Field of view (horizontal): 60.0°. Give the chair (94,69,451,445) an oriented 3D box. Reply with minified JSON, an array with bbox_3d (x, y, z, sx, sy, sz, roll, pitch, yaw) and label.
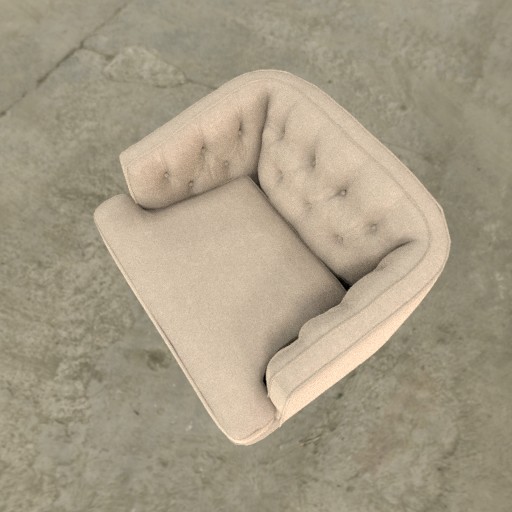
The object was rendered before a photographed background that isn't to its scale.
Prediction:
[{"bbox_3d":[0.000,0.000,1.756,0.941,0.852,1.104,-32,67,-15],"label":"chair"}]
